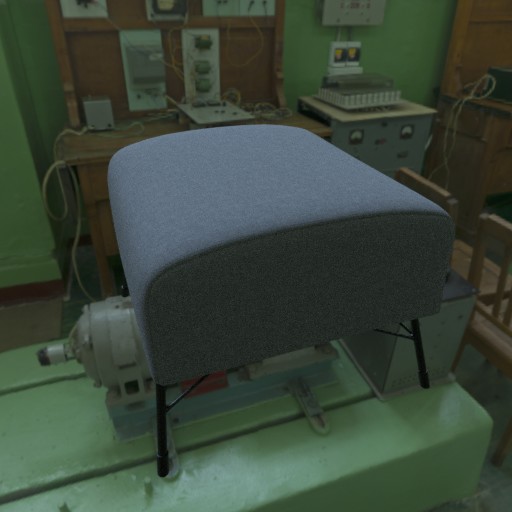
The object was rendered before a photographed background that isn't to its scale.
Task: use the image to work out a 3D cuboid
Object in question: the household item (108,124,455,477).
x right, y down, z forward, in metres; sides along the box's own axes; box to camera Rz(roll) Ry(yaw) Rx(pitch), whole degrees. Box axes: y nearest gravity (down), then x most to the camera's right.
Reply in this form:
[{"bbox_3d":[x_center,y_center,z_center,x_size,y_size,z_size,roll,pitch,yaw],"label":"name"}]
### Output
[{"bbox_3d":[0.000,0.000,0.886,0.530,0.410,0.530,-11,33,-18],"label":"household item"}]
